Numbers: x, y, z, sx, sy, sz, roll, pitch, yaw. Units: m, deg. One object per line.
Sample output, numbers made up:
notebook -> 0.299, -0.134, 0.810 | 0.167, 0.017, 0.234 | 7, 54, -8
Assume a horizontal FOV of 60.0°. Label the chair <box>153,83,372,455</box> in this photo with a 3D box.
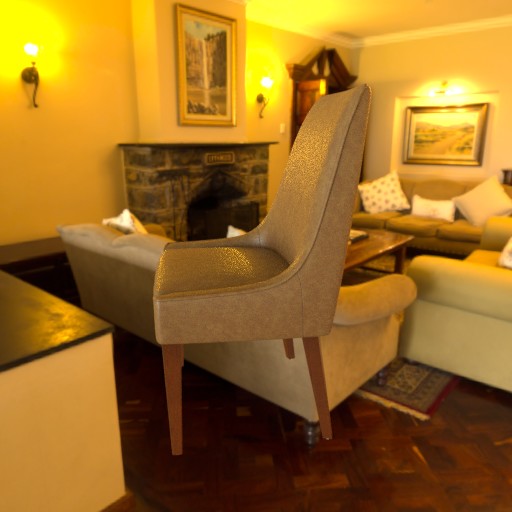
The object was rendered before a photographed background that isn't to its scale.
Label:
chair -> 0.000, 0.000, 1.214 | 0.544, 0.861, 0.529 | -2, 15, -8
